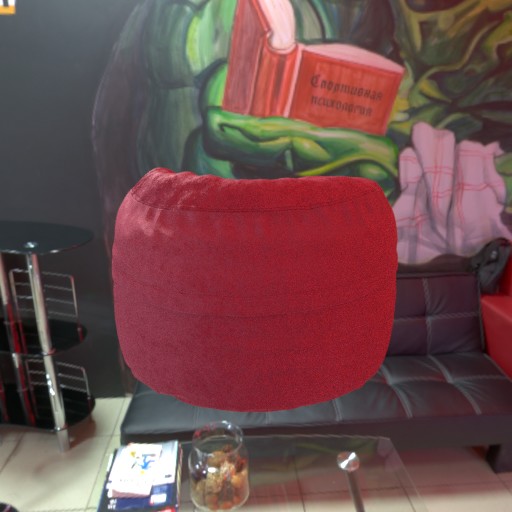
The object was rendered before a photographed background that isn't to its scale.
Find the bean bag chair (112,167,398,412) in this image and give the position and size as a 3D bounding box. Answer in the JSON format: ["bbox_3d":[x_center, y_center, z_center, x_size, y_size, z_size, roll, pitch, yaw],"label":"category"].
[{"bbox_3d":[0.000,0.000,1.961,1.218,0.788,1.218,0,17,0],"label":"bean bag chair"}]
